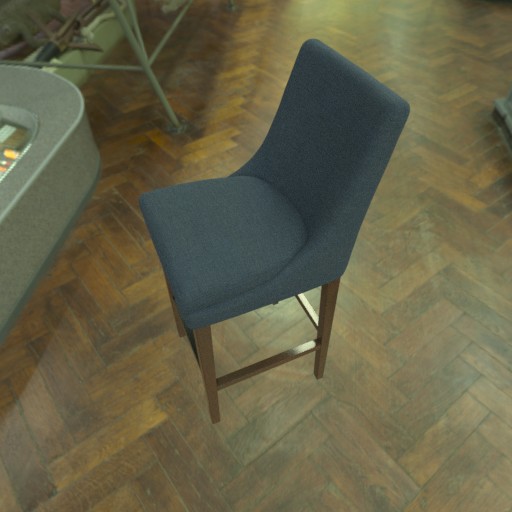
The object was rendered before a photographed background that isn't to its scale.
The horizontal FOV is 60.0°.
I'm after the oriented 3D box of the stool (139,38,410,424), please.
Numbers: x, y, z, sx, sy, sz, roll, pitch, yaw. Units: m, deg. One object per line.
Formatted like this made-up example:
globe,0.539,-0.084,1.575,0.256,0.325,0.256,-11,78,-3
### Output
stool,0.000,0.000,1.359,0.577,1.078,0.470,-18,48,-16
